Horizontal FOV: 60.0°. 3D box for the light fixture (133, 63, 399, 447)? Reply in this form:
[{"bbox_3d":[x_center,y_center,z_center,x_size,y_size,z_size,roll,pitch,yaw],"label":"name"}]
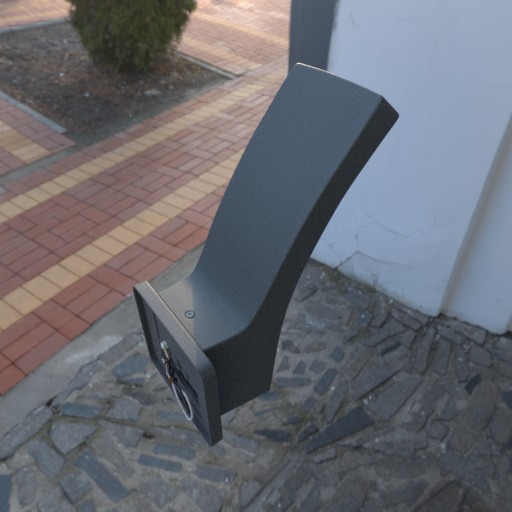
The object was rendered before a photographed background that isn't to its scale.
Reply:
[{"bbox_3d":[0.000,0.000,0.338,0.174,0.243,0.108,-26,47,-27],"label":"light fixture"}]
